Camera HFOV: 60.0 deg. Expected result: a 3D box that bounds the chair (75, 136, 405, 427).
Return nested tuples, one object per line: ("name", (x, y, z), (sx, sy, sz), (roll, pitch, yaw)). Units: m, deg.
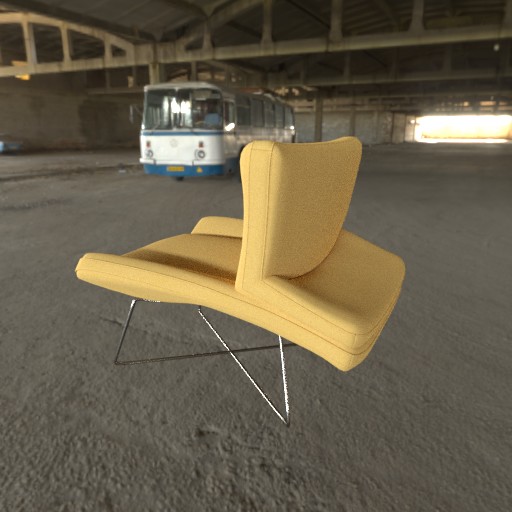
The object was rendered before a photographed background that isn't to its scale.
("chair", (0.000, 0.000, 1.654), (1.008, 0.855, 0.859), (8, 18, 26))
